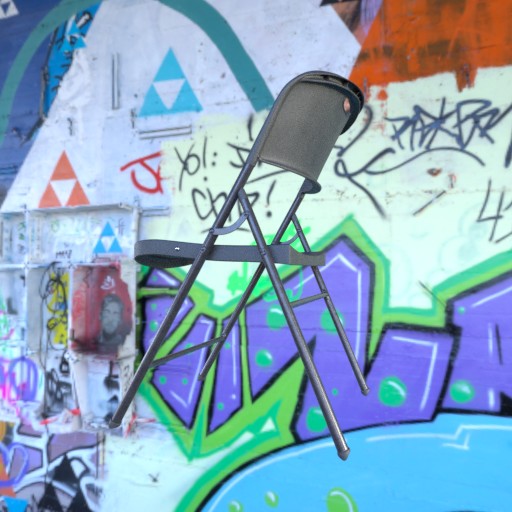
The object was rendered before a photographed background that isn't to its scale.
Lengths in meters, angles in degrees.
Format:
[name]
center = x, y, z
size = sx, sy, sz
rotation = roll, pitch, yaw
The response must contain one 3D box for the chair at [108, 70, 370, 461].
[chair]
center = 0.000, 0.000, 1.181
size = 0.567, 0.810, 0.494
rotation = -1, -2, 19
